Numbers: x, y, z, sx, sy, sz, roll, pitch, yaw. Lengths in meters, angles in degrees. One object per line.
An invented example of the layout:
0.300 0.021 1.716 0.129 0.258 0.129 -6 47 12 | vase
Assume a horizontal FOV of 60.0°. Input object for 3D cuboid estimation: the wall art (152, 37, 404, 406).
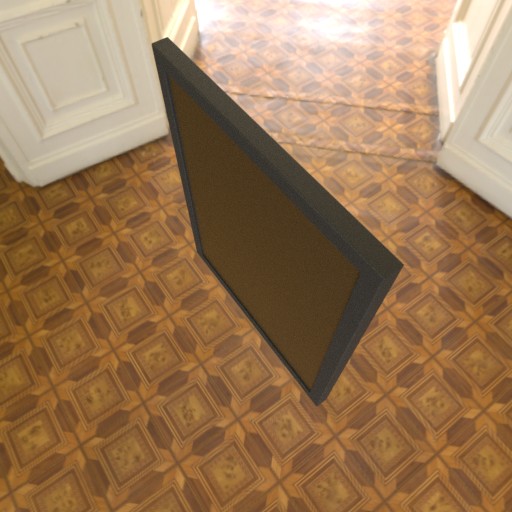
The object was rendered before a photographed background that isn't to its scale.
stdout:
0.000 0.000 0.763 0.028 0.558 0.457 -32 64 -18 | wall art
